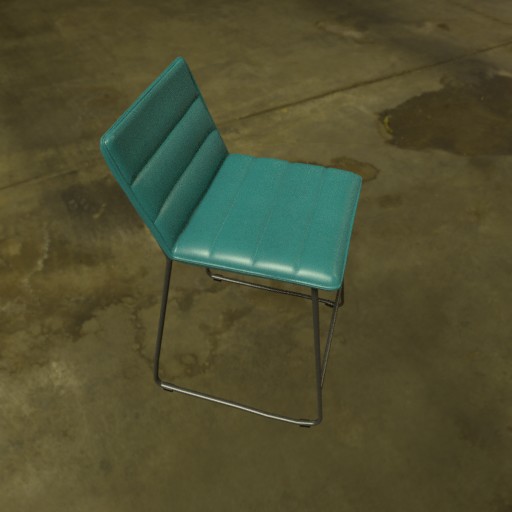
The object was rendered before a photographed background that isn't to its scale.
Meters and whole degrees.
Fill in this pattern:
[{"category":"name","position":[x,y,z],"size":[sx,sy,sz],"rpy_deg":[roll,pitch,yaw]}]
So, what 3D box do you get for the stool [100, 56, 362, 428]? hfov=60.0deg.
[{"category":"stool","position":[0.000,0.000,1.187],"size":[0.524,0.866,0.489],"rpy_deg":[12,48,11]}]
